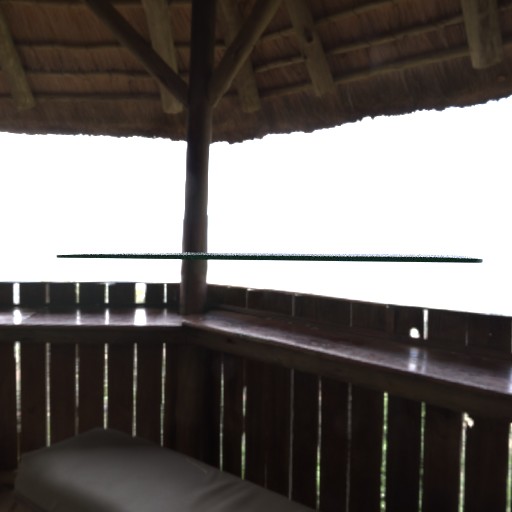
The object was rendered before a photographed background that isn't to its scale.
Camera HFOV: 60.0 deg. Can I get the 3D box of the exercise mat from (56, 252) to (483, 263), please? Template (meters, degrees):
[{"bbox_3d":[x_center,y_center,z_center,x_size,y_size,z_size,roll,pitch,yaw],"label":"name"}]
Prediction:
[{"bbox_3d":[0.000,0.000,2.104,1.869,0.021,0.616,0,1,19],"label":"exercise mat"}]
